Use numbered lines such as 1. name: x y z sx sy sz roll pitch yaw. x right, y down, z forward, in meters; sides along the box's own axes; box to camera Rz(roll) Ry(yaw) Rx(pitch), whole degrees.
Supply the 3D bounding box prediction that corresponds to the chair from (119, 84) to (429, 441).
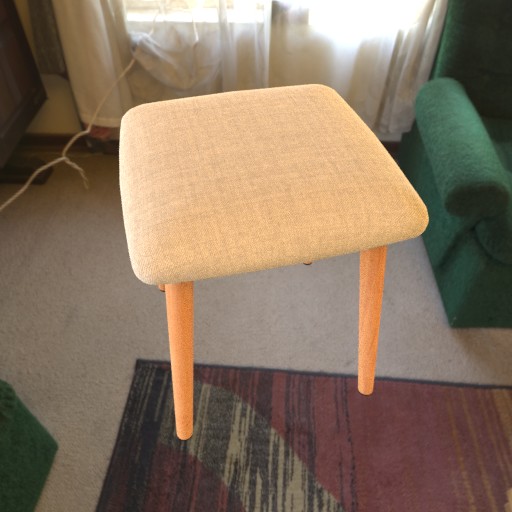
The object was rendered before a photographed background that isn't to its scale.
1. chair: 0.000 0.000 0.709 0.350 0.440 0.350 -10 47 -10
